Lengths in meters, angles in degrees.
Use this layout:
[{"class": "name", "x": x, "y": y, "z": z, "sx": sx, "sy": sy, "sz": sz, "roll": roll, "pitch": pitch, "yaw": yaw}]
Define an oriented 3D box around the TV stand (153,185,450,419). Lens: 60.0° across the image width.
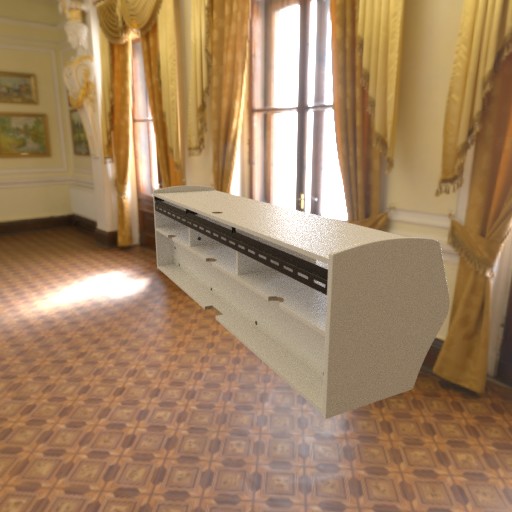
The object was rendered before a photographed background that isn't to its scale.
[{"class": "TV stand", "x": 0.000, "y": 0.000, "z": 1.728, "sx": 0.397, "sy": 0.424, "sz": 1.473, "roll": -7, "pitch": 16, "yaw": -27}]
